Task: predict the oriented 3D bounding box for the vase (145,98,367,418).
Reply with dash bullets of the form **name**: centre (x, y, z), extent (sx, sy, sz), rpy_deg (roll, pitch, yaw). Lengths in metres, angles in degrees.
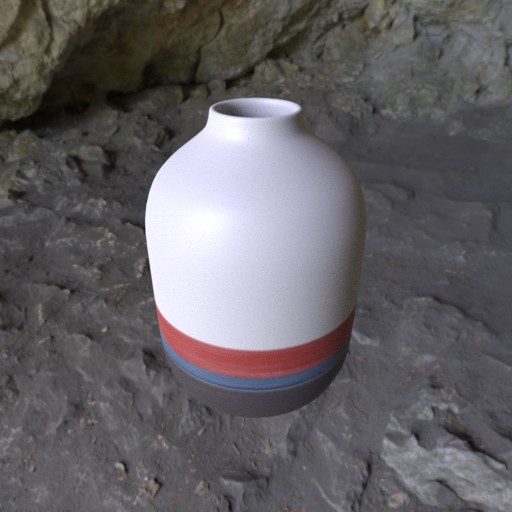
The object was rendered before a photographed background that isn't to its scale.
- **vase**: centre (0.000, 0.000, 0.363), extent (0.169, 0.237, 0.169), rpy_deg (0, 31, 0)
